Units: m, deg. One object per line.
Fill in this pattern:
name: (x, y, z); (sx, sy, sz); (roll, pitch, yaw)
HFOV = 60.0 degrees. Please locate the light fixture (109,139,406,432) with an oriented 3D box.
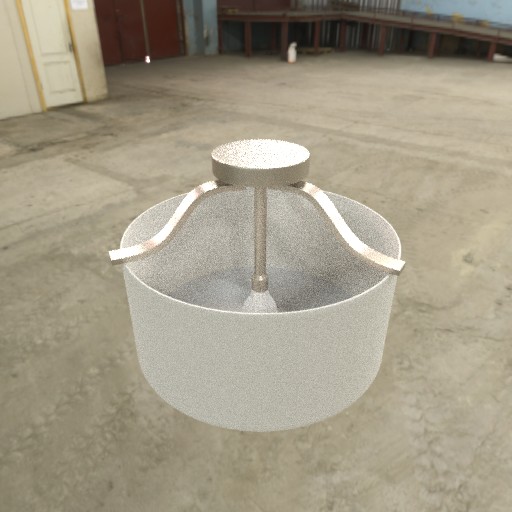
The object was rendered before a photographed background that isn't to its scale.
light fixture: (0.000, 0.000, 0.640); (0.395, 0.304, 0.395); (0, 30, 0)
